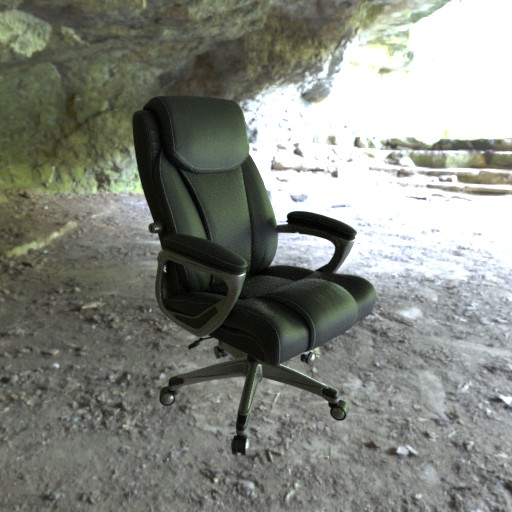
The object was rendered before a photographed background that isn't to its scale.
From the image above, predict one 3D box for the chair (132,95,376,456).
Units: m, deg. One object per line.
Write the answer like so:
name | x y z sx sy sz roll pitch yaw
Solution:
chair | 0.000 0.000 1.675 0.784 1.167 0.741 14 21 42
